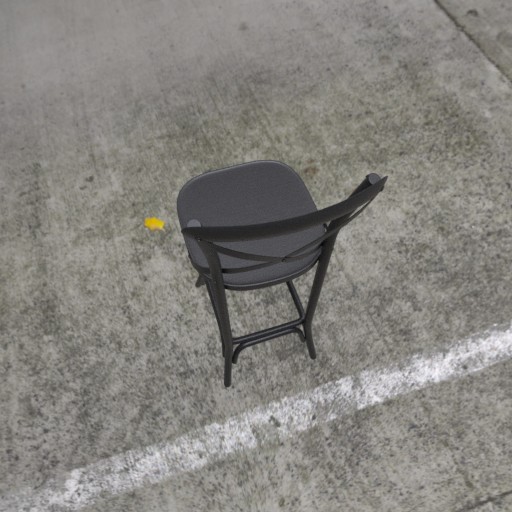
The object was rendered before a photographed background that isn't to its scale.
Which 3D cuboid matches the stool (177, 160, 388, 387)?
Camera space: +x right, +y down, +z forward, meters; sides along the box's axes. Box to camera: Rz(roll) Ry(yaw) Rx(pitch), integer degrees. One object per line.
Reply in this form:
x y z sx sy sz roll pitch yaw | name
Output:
0.000 0.000 1.492 0.457 1.168 0.584 -15 60 -9 | stool
